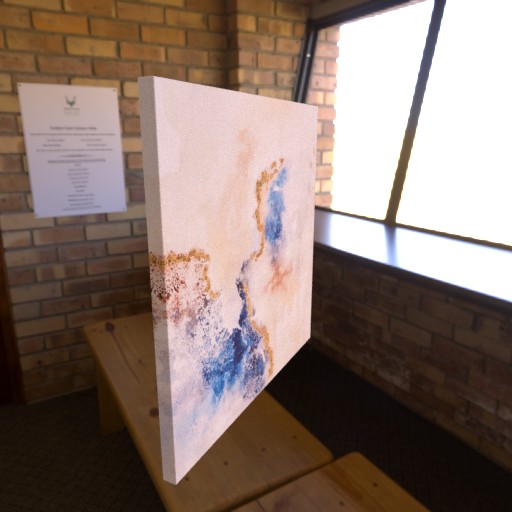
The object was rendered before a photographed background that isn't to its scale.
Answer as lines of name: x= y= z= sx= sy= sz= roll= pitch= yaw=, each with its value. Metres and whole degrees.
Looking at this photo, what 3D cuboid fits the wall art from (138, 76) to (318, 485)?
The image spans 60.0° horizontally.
wall art: x=0.000 y=0.000 z=1.306 sx=0.038 sy=0.889 sz=0.889 roll=7 pitch=17 yaw=26
